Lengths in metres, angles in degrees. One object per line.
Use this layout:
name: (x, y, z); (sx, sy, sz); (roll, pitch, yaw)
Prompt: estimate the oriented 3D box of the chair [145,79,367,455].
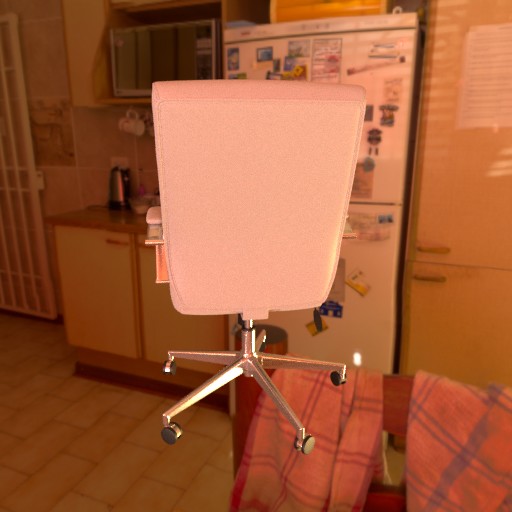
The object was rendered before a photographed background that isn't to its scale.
chair: (0.000, 0.000, 1.564); (0.727, 1.099, 0.745); (-2, 15, -8)
